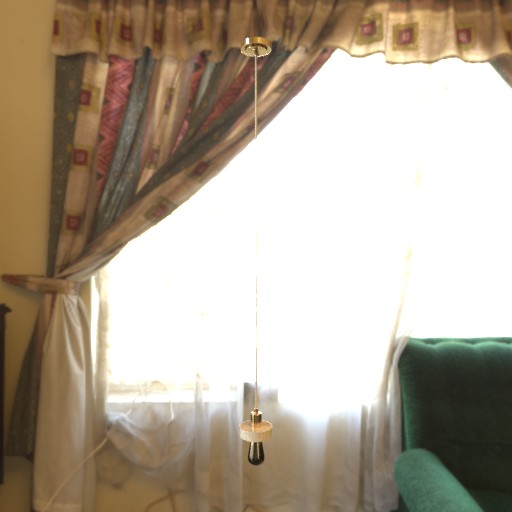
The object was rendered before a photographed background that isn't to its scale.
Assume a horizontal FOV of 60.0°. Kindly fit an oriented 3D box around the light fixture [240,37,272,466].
[{"bbox_3d":[0.000,0.000,1.754,0.129,1.669,0.129,0,1,-17],"label":"light fixture"}]
